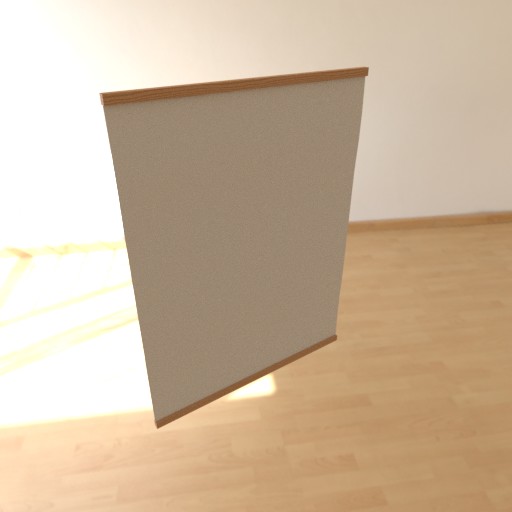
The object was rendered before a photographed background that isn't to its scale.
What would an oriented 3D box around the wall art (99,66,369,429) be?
[{"bbox_3d":[0.000,0.000,0.805,0.458,0.605,0.011,-18,35,-29],"label":"wall art"}]
